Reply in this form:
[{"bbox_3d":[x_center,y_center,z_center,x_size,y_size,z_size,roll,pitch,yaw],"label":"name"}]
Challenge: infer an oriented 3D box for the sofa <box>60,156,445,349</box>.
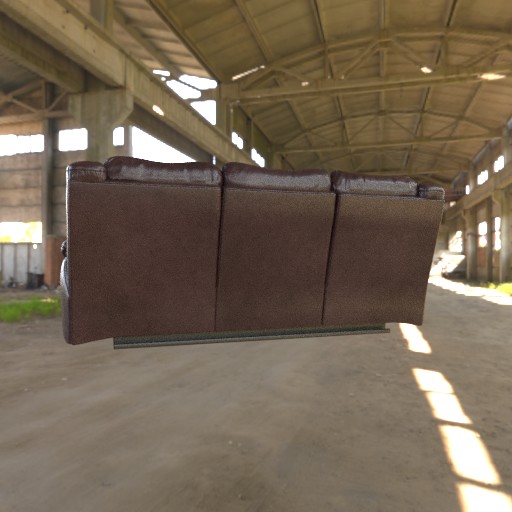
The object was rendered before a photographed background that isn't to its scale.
[{"bbox_3d":[0.000,0.000,2.907,2.337,1.043,0.991,0,-1,-18],"label":"sofa"}]
